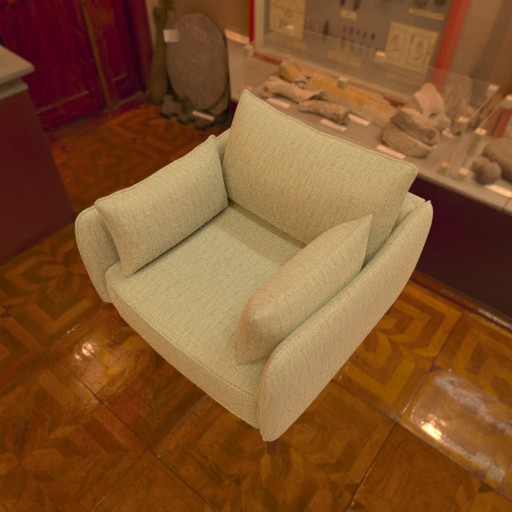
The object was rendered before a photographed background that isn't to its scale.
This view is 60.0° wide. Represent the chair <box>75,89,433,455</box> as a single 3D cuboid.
[{"bbox_3d":[0.000,0.000,1.752,0.994,0.855,0.991,32,55,27],"label":"chair"}]
